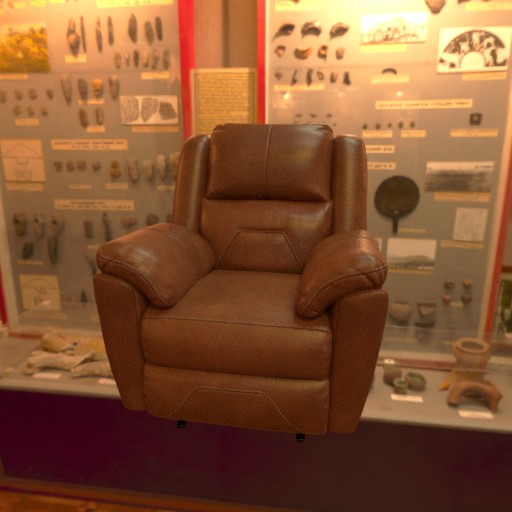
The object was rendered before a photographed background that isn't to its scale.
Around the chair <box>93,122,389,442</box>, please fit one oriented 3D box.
[{"bbox_3d":[0.000,0.000,1.873,0.990,1.093,1.041,3,16,10],"label":"chair"}]
